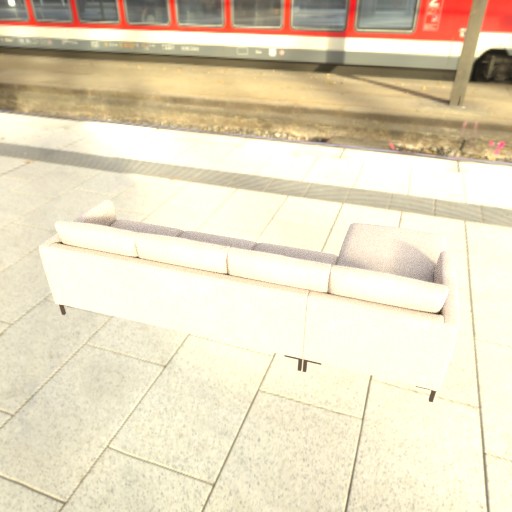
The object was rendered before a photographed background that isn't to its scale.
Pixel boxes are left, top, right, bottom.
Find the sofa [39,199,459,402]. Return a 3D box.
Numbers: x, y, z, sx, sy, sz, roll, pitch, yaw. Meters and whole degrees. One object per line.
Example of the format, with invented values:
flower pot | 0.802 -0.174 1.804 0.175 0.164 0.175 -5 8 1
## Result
sofa | 0.000 0.000 3.546 2.923 0.816 1.469 10 34 15
